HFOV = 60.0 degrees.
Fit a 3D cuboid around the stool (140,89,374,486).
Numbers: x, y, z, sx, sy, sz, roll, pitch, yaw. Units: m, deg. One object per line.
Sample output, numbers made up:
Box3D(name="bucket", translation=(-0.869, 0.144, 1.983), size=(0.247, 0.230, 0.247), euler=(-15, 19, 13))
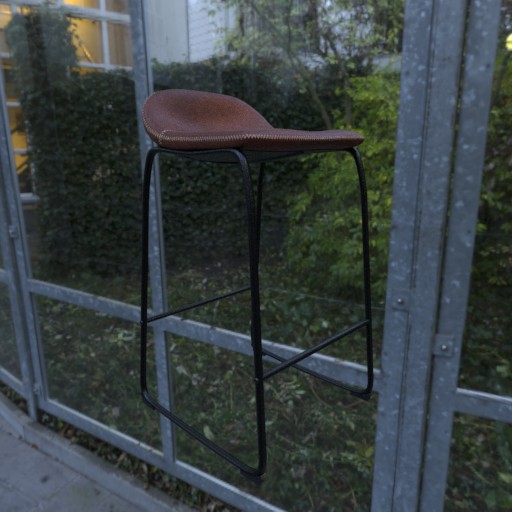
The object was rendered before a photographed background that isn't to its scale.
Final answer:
Box3D(name="stool", translation=(0.000, 0.000, 1.133), size=(0.473, 0.830, 0.454), euler=(14, 20, 42))
